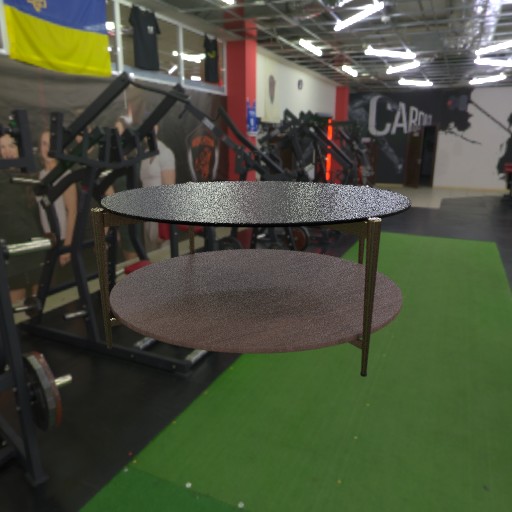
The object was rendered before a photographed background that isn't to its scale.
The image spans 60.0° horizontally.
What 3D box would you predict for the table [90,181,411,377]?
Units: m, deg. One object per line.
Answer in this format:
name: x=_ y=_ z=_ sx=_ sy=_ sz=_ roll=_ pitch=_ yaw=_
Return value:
table: x=0.000 y=0.000 z=1.464 sx=0.938 sy=0.400 sz=0.938 roll=7 pitch=17 yaw=26
